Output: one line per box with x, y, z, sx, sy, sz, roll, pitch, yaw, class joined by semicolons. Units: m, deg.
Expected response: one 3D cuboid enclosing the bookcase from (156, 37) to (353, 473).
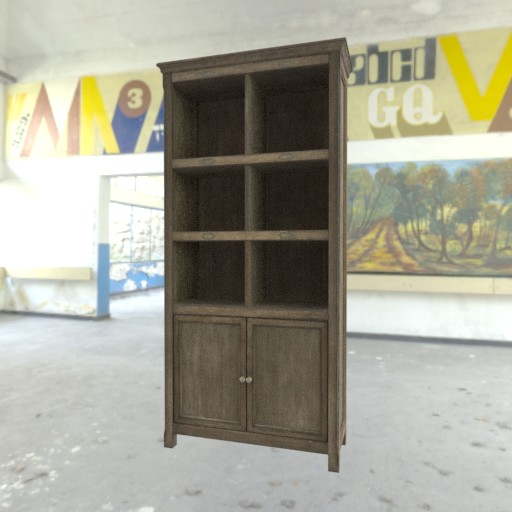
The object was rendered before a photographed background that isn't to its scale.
0.000;0.000;2.190;0.906;1.880;0.348;0;1;17;bookcase
